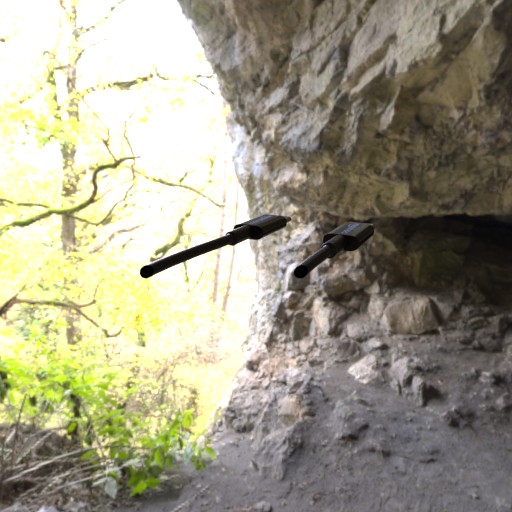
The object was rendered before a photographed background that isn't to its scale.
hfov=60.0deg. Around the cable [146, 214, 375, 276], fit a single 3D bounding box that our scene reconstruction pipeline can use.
[{"bbox_3d":[0.000,0.000,0.113,0.041,0.005,0.098,8,18,26],"label":"cable"}]
